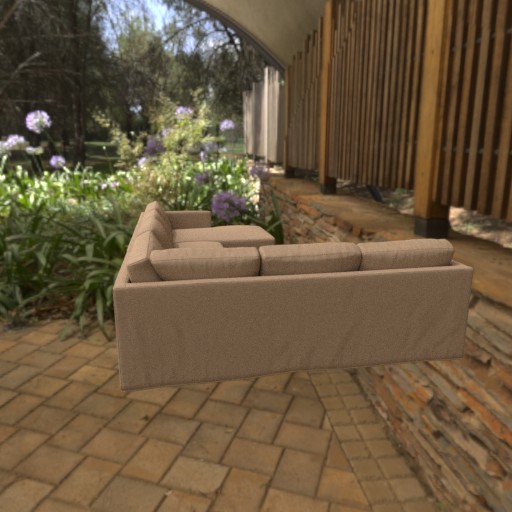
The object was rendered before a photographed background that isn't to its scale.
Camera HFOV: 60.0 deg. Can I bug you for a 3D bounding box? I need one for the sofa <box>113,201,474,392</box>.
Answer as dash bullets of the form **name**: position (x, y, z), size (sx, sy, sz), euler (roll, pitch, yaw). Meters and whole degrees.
- **sofa**: position (0.000, 0.000, 4.547), size (2.427, 0.882, 3.460), euler (-3, 14, -11)
